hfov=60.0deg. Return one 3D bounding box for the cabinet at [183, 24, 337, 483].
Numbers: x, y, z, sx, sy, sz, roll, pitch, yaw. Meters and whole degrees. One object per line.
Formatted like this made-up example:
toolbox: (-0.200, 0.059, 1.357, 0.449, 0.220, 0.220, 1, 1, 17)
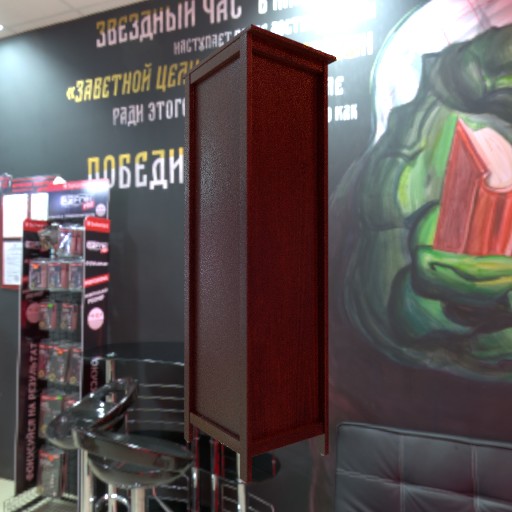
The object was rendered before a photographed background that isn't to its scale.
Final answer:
cabinet: (0.000, 0.000, 1.766, 0.401, 1.518, 0.500, 0, -1, -36)
